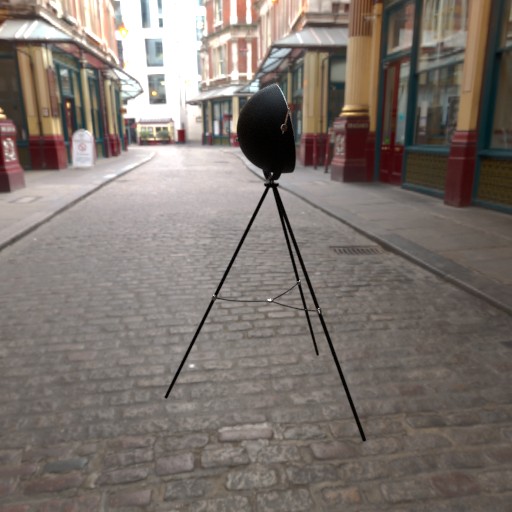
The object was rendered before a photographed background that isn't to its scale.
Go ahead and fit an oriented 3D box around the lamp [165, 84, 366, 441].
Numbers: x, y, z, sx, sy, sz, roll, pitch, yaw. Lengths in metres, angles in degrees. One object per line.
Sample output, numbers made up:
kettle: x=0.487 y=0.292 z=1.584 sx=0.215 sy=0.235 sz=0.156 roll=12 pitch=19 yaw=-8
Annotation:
lamp: x=0.000 y=0.000 z=2.069 sx=0.920 sy=1.512 sz=0.817 roll=-3 pitch=15 yaw=-9
